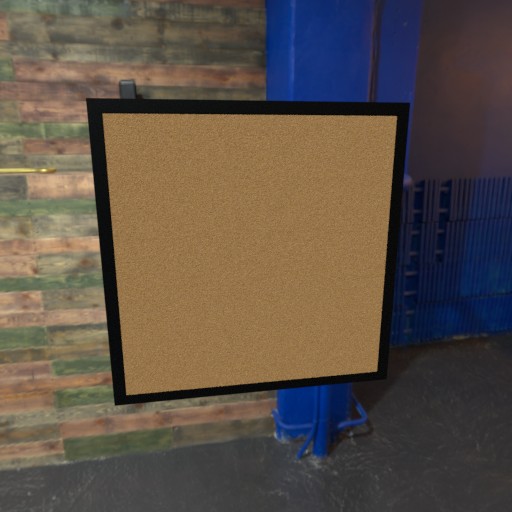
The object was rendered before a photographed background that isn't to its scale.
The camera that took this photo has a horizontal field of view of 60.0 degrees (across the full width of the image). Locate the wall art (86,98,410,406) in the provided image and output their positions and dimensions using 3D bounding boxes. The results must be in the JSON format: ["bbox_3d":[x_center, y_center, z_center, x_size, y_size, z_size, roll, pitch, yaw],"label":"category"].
[{"bbox_3d":[0.000,0.000,0.766,0.506,0.506,0.038,-3,15,-10],"label":"wall art"}]
